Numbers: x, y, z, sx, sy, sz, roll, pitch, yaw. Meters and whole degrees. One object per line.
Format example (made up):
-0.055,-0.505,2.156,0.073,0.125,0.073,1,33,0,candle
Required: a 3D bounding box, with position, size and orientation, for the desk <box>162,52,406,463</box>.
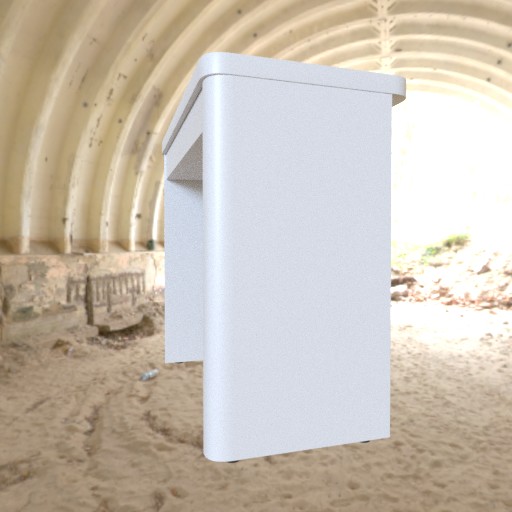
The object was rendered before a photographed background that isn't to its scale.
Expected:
0.000,0.000,1.244,0.446,0.760,0.790,0,1,-18,desk
